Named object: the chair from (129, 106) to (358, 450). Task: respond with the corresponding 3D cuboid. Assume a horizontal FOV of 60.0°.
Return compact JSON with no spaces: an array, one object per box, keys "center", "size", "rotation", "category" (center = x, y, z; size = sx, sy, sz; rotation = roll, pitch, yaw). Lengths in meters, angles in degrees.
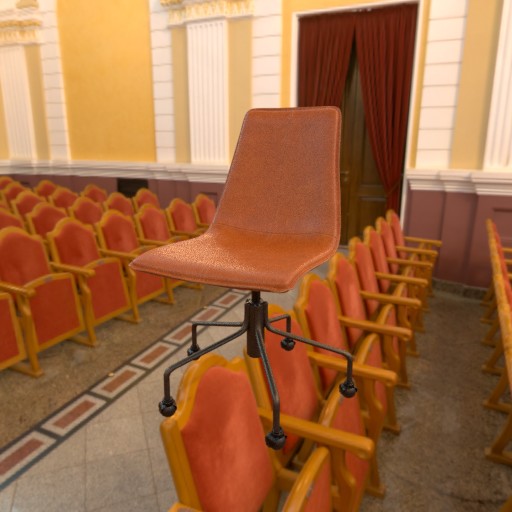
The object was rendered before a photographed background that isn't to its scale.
[{"center":[0.000,0.000,1.388],"size":[0.651,0.920,0.660],"rotation":[7,16,25],"category":"chair"}]
